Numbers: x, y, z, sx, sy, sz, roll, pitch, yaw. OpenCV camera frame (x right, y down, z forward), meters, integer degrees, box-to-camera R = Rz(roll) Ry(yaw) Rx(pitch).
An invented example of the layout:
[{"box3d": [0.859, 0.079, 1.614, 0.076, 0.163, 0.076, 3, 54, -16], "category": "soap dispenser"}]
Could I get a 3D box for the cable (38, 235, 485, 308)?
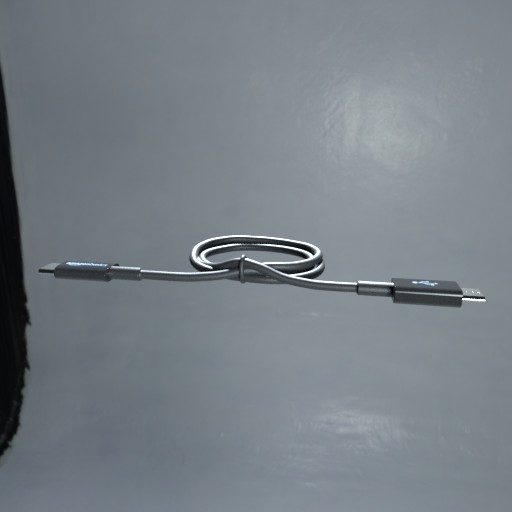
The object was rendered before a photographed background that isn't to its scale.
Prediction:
[{"box3d": [0.000, 0.000, 0.217, 0.192, 0.014, 0.070, 3, 17, 10], "category": "cable"}]
